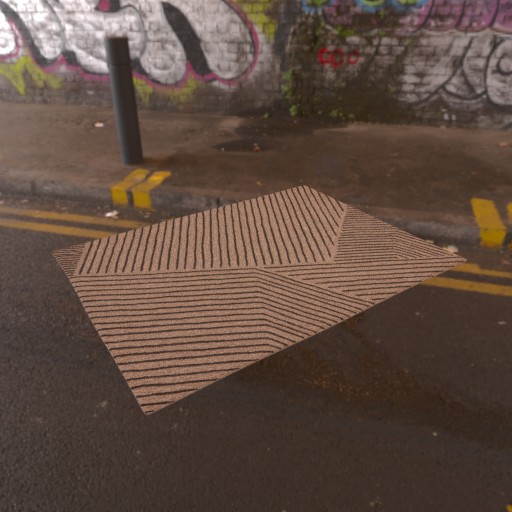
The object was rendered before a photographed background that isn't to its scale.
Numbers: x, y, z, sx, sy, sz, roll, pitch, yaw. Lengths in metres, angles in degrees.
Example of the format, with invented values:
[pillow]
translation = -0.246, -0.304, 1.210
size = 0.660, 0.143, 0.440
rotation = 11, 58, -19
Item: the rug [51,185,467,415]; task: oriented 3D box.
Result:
[rug]
translation = 0.000, 0.000, 3.240
size = 2.449, 0.028, 1.829
rotation = -19, 35, -29
